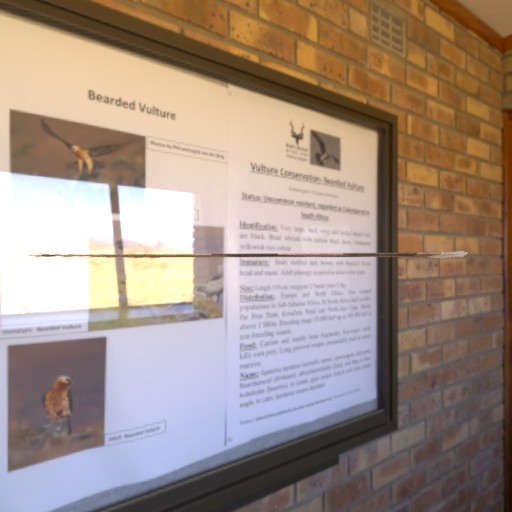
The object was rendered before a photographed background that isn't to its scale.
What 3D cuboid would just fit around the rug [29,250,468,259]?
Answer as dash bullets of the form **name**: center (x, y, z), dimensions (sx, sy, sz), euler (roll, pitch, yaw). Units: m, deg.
- **rug**: center (0.000, 0.000, 2.480), dimensions (2.021, 0.027, 1.224), euler (0, -1, 18)
